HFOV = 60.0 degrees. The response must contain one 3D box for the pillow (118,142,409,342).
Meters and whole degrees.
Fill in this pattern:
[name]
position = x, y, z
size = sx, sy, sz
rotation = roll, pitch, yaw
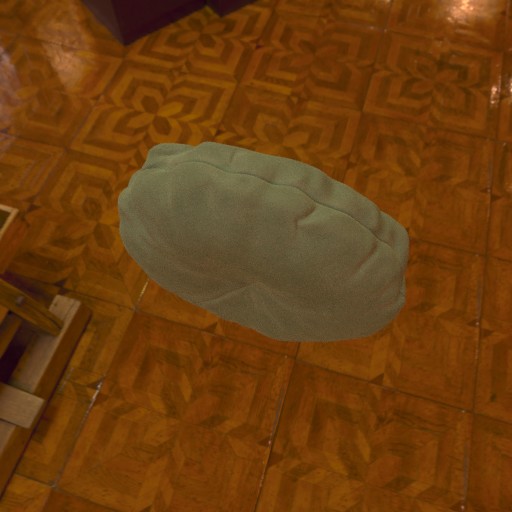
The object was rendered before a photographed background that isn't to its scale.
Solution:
[pillow]
position = 0.000, 0.000, 0.646
size = 0.428, 0.407, 0.148
rotation = 17, 65, 9
